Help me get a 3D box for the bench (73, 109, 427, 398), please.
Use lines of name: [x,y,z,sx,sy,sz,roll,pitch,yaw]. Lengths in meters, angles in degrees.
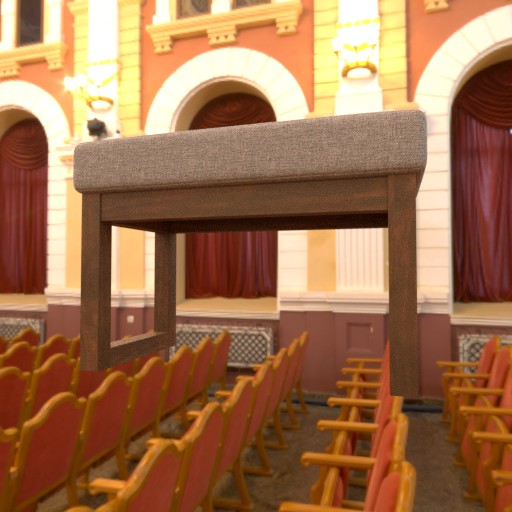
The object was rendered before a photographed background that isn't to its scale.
bench: [0.000,0.000,0.965,0.681,0.467,0.366,-1,-2,17]
